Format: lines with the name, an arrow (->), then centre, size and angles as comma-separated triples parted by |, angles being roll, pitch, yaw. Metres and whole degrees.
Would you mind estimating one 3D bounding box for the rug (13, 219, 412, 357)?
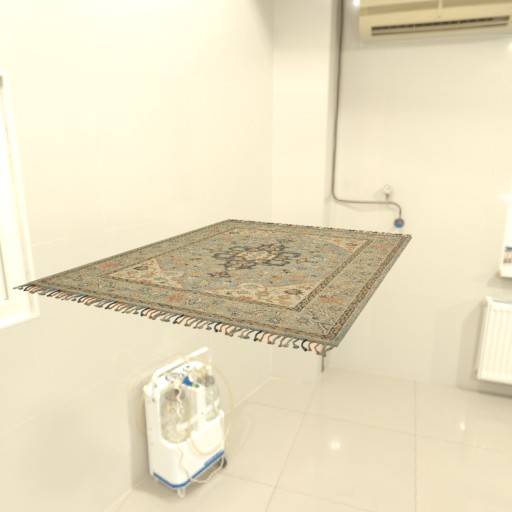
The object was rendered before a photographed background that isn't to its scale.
rug -> 0.000, 0.000, 2.197 | 1.278, 0.009, 1.730 | 7, 16, 25
